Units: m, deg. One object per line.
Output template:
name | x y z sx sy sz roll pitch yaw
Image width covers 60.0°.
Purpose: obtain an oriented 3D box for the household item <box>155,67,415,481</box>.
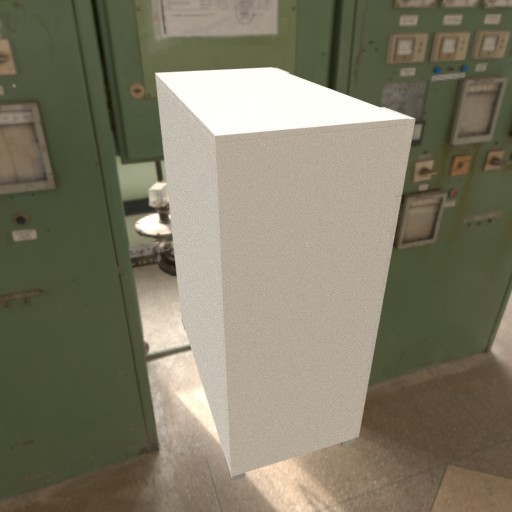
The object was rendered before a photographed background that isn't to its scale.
household item | 0.000 0.000 1.421 0.420 1.010 0.790 -10 32 -16
